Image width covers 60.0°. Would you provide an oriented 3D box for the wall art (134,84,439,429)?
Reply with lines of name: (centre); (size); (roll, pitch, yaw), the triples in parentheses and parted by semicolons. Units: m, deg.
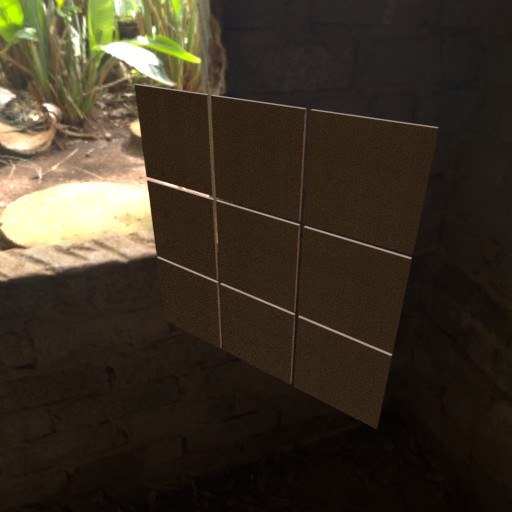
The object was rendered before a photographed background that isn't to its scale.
wall art: (0.000, 0.000, 1.817); (1.219, 1.218, 0.013); (20, 36, 30)
